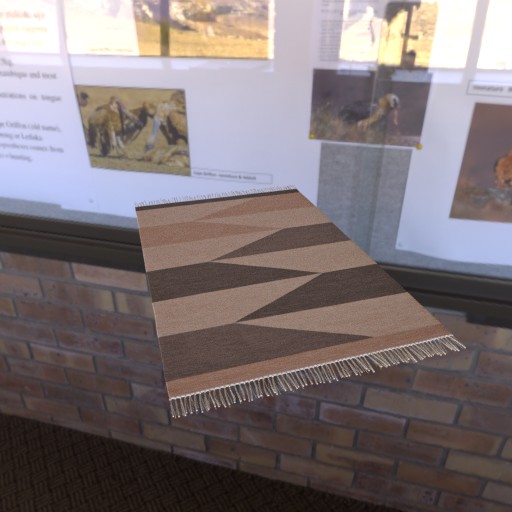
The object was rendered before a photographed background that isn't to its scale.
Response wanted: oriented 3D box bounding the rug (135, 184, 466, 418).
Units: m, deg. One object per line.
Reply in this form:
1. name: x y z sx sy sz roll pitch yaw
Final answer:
1. rug: 0.000 0.000 2.519 1.224 0.027 2.021 -9 31 -15
